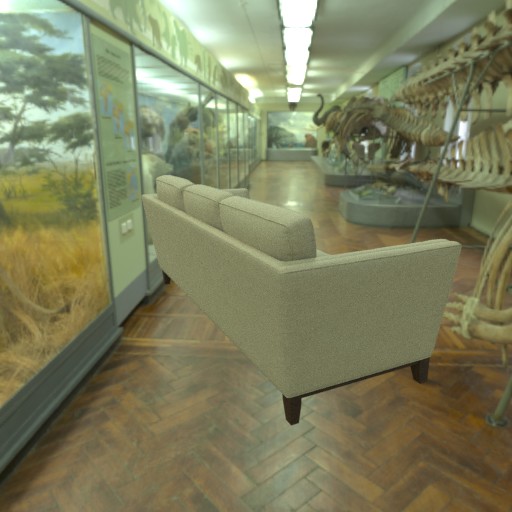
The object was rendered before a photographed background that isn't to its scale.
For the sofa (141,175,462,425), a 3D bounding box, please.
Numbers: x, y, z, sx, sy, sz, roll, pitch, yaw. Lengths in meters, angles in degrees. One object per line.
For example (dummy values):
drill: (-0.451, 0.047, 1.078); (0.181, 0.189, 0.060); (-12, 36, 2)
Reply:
sofa: (0.000, 0.000, 2.944); (0.965, 0.940, 2.388); (-7, 17, -25)
